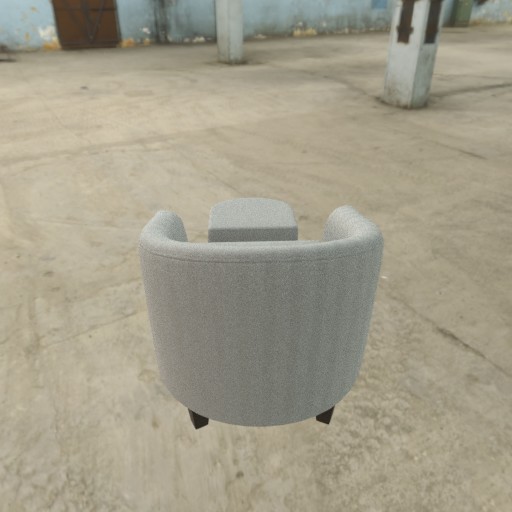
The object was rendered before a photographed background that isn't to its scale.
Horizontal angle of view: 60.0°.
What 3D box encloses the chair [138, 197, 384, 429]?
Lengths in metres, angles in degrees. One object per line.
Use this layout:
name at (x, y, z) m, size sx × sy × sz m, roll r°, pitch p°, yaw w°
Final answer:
chair at (0.000, 0.000, 1.754) m, size 0.756 × 0.757 × 1.288 m, roll -1°, pitch 30°, yaw -2°
